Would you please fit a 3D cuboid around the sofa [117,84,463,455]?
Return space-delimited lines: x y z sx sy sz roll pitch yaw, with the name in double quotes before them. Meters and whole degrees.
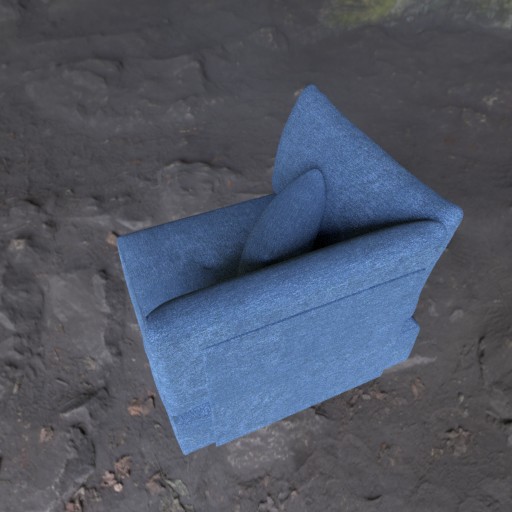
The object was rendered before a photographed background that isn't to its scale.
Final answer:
"sofa" 0.000 0.000 1.735 1.000 0.820 1.000 -17 48 -16
